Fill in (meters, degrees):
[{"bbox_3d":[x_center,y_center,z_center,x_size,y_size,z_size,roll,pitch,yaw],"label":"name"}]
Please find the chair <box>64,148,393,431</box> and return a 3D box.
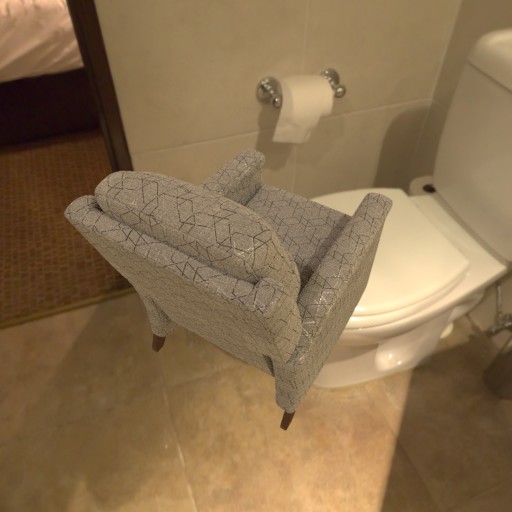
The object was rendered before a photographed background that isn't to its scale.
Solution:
[{"bbox_3d":[0.000,0.000,1.718,0.753,1.048,0.987,24,51,22],"label":"chair"}]
